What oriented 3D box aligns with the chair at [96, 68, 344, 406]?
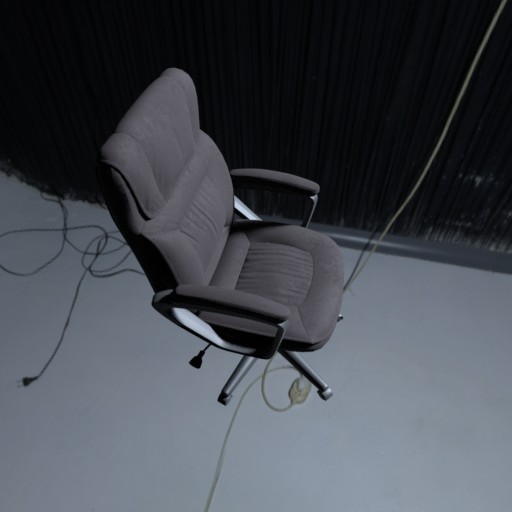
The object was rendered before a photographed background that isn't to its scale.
[{"bbox_3d":[0.000,0.000,1.549,0.724,1.105,0.667,10,49,9],"label":"chair"}]
